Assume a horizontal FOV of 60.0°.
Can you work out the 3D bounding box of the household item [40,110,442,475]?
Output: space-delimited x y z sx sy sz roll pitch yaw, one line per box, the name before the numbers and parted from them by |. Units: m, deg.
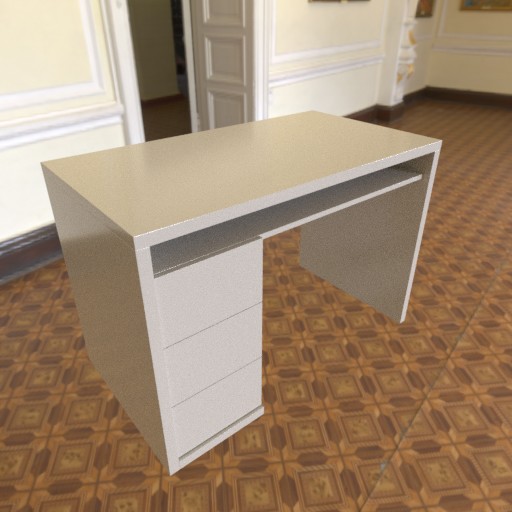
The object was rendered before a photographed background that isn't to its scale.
household item | 0.000 0.000 1.548 1.100 0.749 0.597 -22 37 -33
